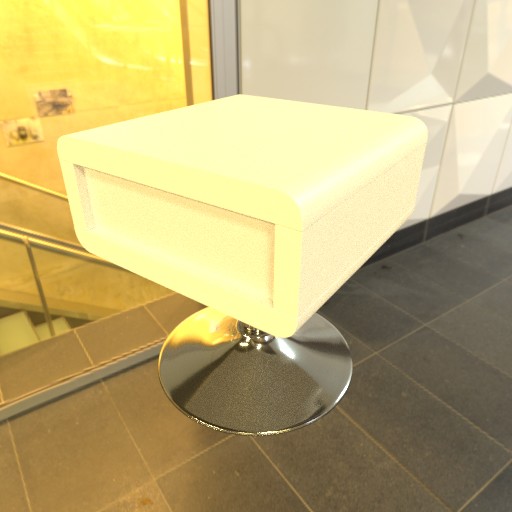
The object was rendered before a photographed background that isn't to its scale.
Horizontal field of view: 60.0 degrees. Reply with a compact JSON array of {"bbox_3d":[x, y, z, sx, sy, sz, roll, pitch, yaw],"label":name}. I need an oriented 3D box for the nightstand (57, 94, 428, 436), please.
[{"bbox_3d":[0.000,0.000,0.762,0.399,0.447,0.404,19,35,30],"label":"nightstand"}]
